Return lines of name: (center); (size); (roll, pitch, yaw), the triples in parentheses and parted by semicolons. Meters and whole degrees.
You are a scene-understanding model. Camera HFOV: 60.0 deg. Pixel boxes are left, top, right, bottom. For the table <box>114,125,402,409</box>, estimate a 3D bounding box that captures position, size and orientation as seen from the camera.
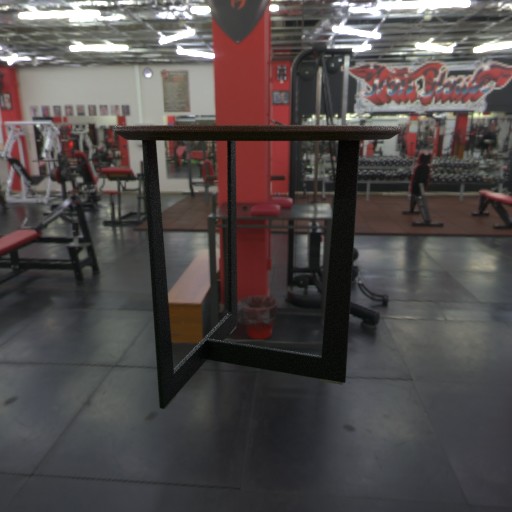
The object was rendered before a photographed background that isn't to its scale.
table: (0.000, 0.000, 0.852); (0.494, 0.476, 0.477); (2, 16, 7)
